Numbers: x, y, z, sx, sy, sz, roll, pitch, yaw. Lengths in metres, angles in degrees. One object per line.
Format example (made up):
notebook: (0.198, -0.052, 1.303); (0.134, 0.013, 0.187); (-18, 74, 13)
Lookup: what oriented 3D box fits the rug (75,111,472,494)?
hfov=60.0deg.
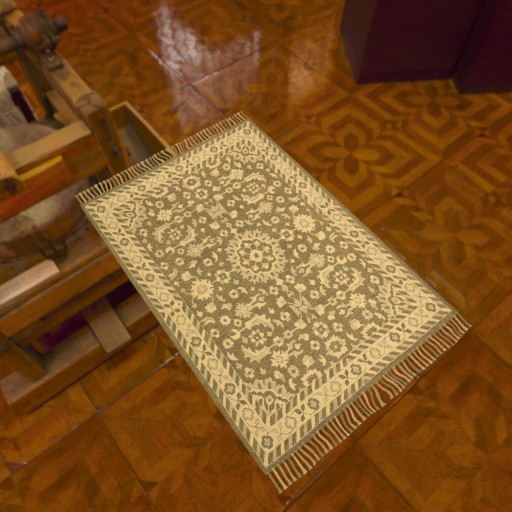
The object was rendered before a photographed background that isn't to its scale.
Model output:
rug: (0.000, 0.000, 2.980); (1.530, 0.025, 2.431); (-33, 64, -18)
